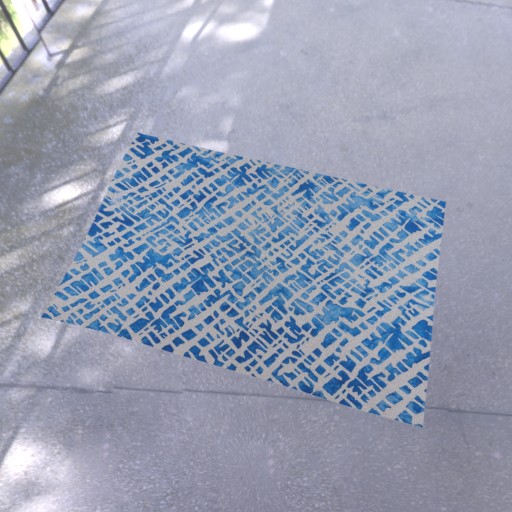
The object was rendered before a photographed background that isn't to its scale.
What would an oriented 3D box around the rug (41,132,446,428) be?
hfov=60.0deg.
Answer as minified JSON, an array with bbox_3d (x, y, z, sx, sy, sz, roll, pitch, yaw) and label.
[{"bbox_3d":[0.000,0.000,2.284,1.830,0.011,1.209,14,64,7],"label":"rug"}]
